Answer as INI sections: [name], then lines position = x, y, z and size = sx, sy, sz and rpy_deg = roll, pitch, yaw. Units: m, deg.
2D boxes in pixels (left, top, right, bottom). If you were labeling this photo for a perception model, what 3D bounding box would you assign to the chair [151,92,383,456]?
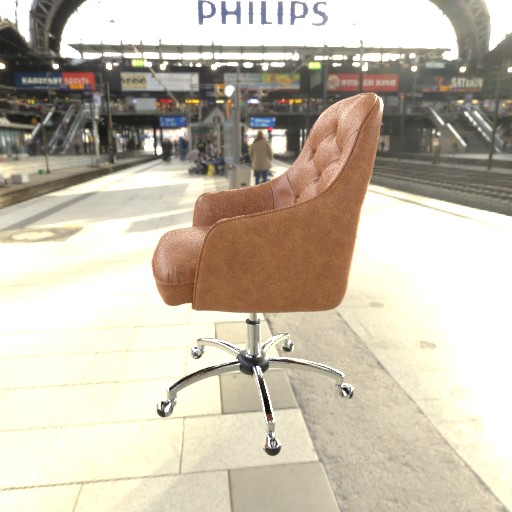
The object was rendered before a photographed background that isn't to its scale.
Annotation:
[chair]
position = 0.000, 0.000, 1.312
size = 0.615, 0.909, 0.628
rpy_deg = -2, 15, -9
